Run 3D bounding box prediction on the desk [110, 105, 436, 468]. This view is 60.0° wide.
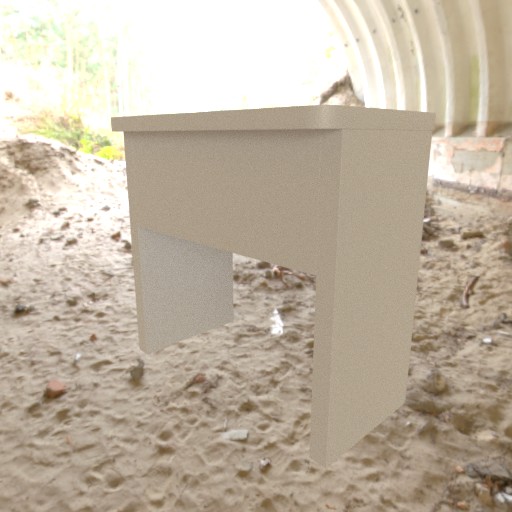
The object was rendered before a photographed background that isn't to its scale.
[{"bbox_3d":[0.000,0.000,1.258,0.446,0.760,0.790,-14,21,-43],"label":"desk"}]
